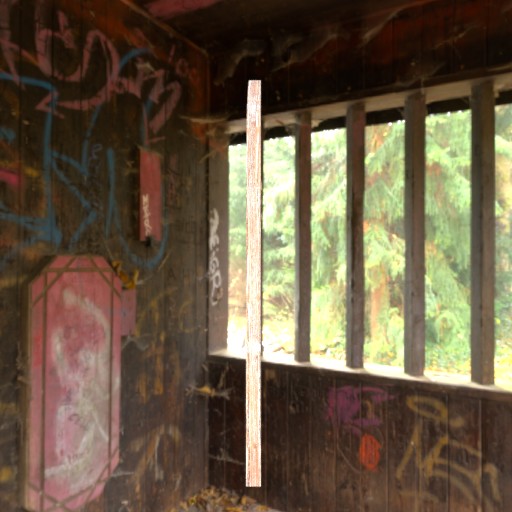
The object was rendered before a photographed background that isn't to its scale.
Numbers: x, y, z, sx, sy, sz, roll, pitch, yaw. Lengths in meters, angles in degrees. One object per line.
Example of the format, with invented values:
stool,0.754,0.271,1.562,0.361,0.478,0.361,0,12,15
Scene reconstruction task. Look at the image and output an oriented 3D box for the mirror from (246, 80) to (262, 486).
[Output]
mirror,0.000,0.000,1.213,0.032,0.920,0.660,0,-1,1
